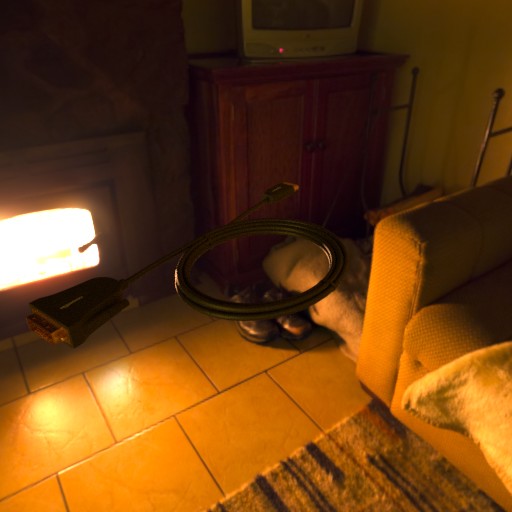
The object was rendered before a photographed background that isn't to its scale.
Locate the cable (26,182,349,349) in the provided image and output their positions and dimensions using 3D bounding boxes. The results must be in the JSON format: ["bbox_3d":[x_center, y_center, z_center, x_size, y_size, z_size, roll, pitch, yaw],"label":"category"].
[{"bbox_3d":[0.000,0.000,0.323,0.136,0.015,0.281,20,35,31],"label":"cable"}]
